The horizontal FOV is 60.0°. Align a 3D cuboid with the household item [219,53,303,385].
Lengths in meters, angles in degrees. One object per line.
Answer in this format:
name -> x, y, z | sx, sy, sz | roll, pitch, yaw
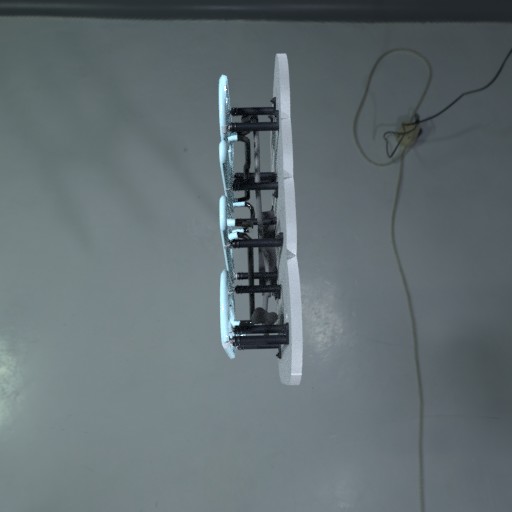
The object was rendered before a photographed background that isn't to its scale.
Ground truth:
household item -> 0.000, 0.000, 0.383 | 0.042, 0.294, 0.211 | -1, 75, 0
